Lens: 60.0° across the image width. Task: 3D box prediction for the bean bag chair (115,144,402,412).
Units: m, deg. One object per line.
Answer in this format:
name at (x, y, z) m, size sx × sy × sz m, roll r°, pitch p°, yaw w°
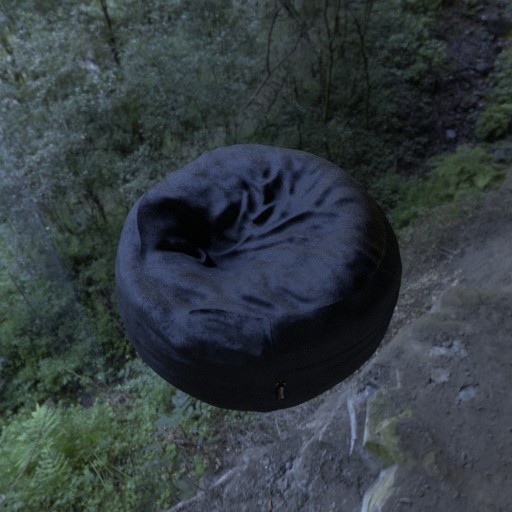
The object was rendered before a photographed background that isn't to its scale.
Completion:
bean bag chair at (0.000, 0.000, 2.411) m, size 1.525 × 0.751 × 1.525 m, roll 0°, pitch 46°, yaw 0°
